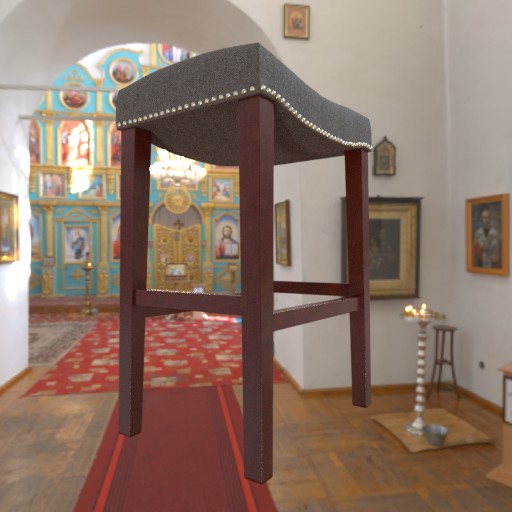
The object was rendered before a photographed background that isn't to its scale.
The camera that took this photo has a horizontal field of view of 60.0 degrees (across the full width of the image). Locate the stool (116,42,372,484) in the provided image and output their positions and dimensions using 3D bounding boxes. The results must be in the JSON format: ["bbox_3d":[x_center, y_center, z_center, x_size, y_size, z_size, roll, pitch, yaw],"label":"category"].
[{"bbox_3d":[0.000,0.000,1.014,0.372,0.742,0.504,0,0,35],"label":"stool"}]
